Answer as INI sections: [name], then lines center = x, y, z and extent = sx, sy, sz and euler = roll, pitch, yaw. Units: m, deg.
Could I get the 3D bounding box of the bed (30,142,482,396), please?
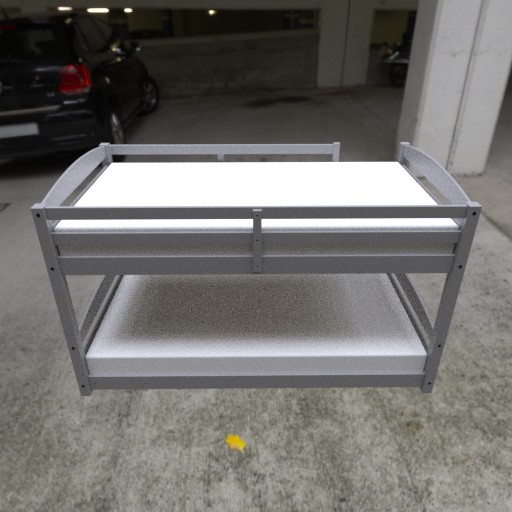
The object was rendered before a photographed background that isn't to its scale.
[bed]
center = 0.000, 0.000, 2.724
extent = 2.013, 1.206, 1.105
euler = 0, 29, -1
